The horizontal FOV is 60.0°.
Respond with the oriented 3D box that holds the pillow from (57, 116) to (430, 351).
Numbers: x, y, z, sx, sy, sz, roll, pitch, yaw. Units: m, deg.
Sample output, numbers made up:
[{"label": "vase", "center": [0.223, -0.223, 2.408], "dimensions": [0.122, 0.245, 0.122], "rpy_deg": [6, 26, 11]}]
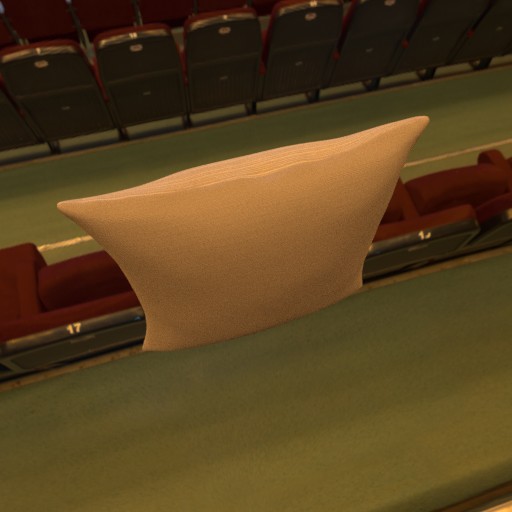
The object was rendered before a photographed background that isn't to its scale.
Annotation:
[{"label": "pillow", "center": [0.000, 0.000, 0.787], "dimensions": [0.512, 0.497, 0.204], "rpy_deg": [-15, 59, -9]}]
